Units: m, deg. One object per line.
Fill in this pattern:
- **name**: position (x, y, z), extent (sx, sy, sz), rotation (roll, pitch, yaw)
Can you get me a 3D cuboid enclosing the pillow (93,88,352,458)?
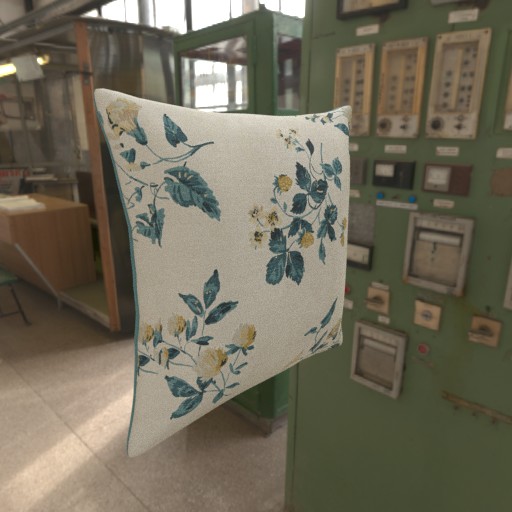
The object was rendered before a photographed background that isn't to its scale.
- **pillow**: position (0.000, 0.000, 0.755), extent (0.526, 0.507, 0.166), rotation (-15, 21, -42)
